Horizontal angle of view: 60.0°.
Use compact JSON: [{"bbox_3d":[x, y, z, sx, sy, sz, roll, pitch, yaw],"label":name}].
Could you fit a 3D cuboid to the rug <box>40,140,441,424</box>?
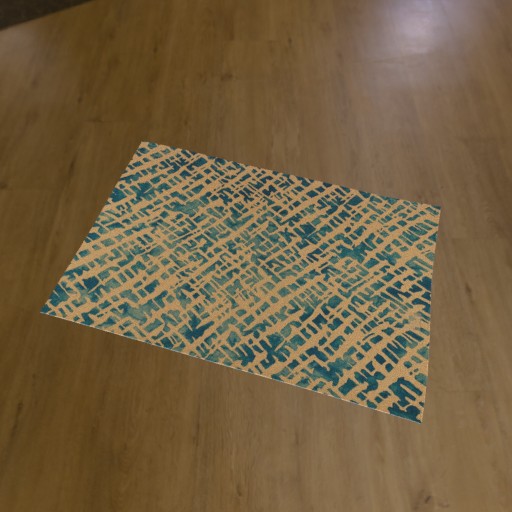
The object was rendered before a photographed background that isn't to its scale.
[{"bbox_3d":[0.000,0.000,2.319,1.830,0.011,1.209,14,60,9],"label":"rug"}]
